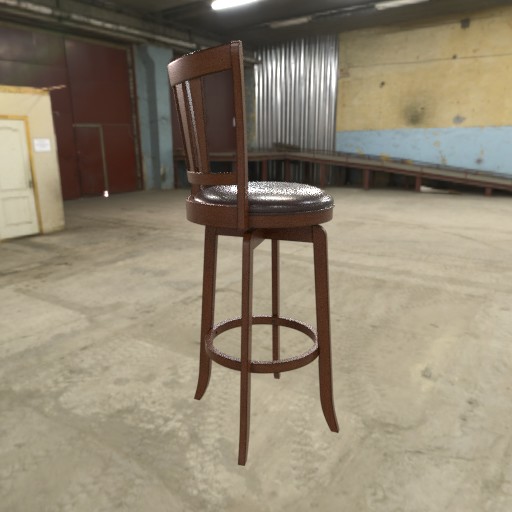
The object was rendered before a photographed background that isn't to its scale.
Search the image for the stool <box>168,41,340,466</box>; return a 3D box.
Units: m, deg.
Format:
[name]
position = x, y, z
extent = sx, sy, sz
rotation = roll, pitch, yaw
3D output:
[stool]
position = 0.000, 0.000, 1.444
extent = 0.503, 1.177, 0.464
rotation = -7, 16, -26
